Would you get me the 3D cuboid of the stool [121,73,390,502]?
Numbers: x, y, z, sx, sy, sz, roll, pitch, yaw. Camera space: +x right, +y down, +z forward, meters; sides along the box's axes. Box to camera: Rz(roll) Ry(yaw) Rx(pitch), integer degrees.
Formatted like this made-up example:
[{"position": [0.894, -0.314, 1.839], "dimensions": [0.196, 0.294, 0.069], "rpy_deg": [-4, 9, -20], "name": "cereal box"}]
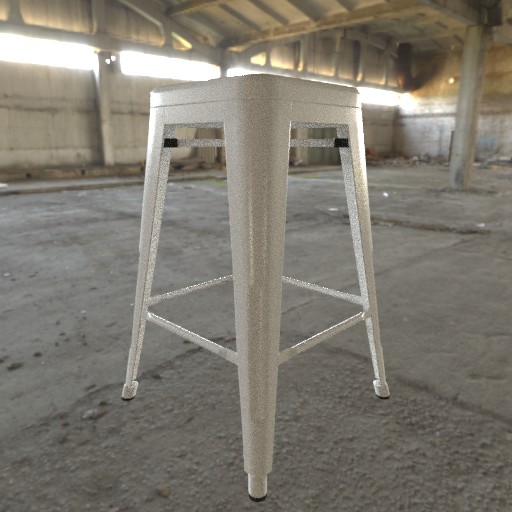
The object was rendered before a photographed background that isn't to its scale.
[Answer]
[{"position": [0.000, 0.000, 0.854], "dimensions": [0.406, 0.610, 0.406], "rpy_deg": [14, 20, 43], "name": "stool"}]
